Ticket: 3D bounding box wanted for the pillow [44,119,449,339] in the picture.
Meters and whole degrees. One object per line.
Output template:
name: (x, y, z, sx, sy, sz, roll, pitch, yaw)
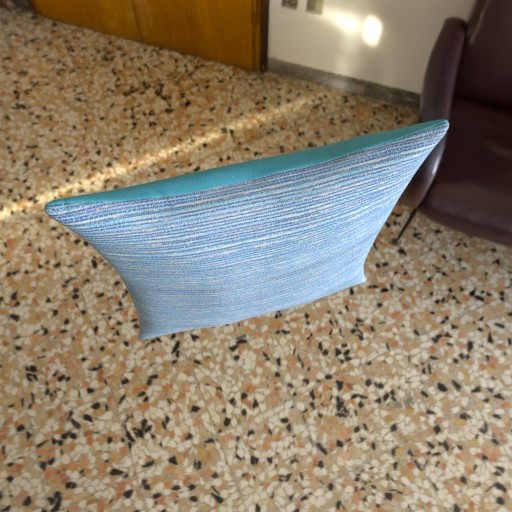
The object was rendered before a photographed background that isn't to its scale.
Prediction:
pillow: (0.000, 0.000, 0.753, 0.514, 0.497, 0.150, -14, 63, -7)
